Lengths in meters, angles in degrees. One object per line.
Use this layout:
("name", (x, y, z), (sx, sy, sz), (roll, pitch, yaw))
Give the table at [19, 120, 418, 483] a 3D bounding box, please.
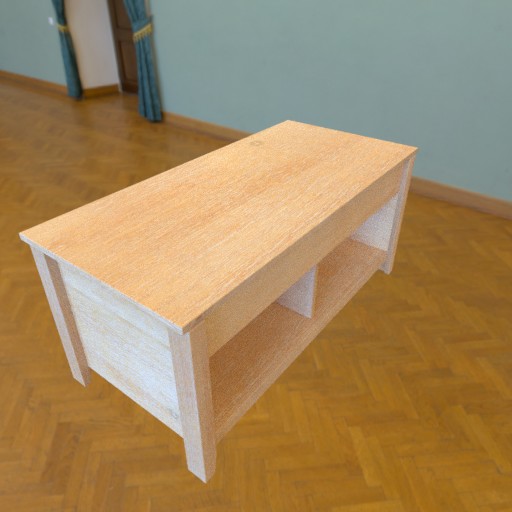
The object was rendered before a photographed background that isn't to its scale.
("table", (0.000, 0.000, 1.274), (0.483, 0.457, 1.016), (23, 40, 30))
